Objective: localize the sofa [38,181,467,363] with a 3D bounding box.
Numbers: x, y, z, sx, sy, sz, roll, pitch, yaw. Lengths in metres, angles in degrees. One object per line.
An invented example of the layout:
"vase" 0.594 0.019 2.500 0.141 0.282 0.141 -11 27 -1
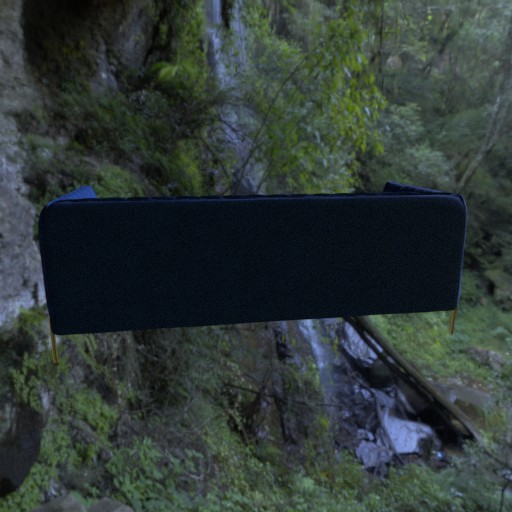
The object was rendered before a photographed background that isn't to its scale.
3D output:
"sofa" 0.000 0.000 2.576 2.136 0.793 0.896 -2 15 -9
